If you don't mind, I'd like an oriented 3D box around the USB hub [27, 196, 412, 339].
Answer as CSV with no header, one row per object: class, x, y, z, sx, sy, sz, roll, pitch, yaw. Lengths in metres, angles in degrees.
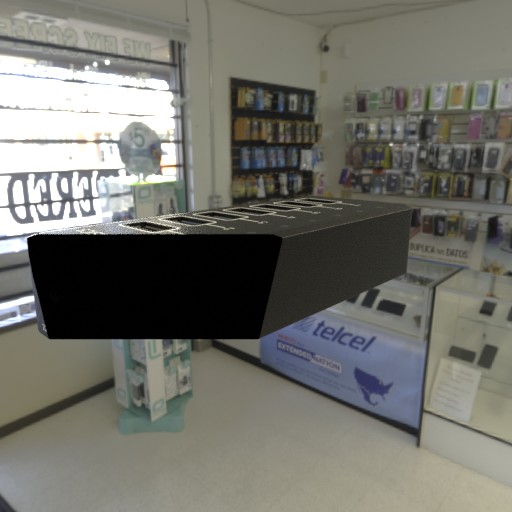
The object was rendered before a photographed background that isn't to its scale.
USB hub,0.000,0.000,0.127,0.044,0.023,0.110,13,19,42
